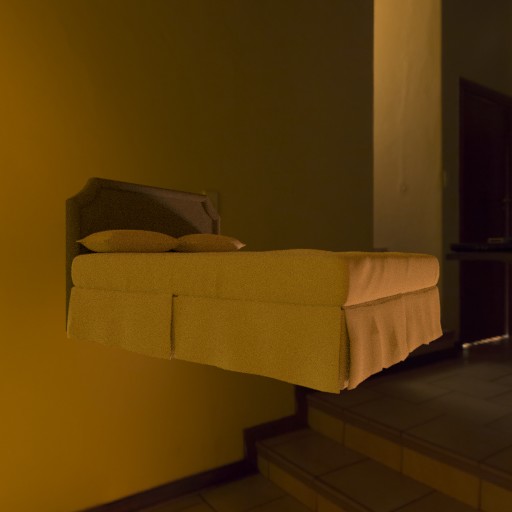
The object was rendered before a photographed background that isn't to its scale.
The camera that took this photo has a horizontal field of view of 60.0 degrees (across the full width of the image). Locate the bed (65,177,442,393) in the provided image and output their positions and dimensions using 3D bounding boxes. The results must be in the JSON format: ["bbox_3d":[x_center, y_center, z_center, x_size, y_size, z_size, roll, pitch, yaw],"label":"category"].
[{"bbox_3d":[0.000,0.000,3.557,2.464,1.306,1.977,0,0,35],"label":"bed"}]
